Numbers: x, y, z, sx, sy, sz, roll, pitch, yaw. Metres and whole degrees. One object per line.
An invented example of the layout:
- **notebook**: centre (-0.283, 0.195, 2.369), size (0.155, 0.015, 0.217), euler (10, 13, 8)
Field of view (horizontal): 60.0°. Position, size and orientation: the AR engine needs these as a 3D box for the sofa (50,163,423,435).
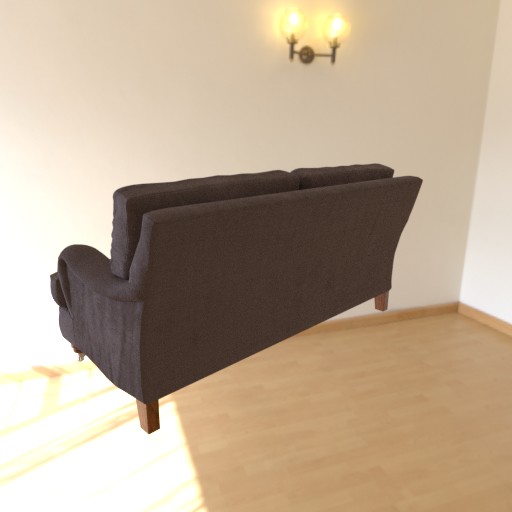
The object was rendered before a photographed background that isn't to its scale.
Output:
- **sofa**: centre (0.000, 0.000, 2.744), size (2.165, 1.087, 1.086), euler (-15, 21, -43)
